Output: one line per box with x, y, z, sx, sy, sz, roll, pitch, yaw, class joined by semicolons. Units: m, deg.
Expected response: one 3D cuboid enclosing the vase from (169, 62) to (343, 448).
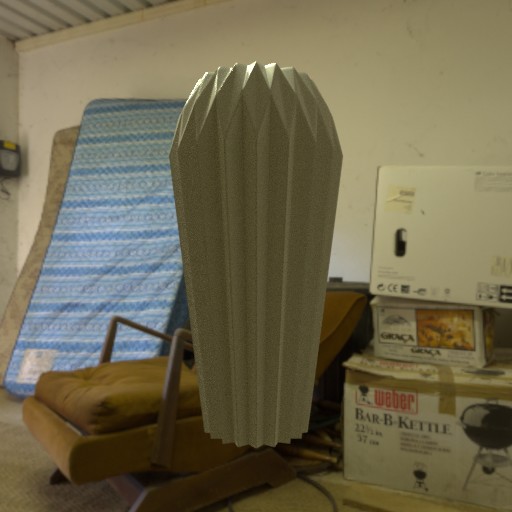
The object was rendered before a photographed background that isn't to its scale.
0.000;0.000;0.343;0.133;0.263;0.133;0;0;0;vase
